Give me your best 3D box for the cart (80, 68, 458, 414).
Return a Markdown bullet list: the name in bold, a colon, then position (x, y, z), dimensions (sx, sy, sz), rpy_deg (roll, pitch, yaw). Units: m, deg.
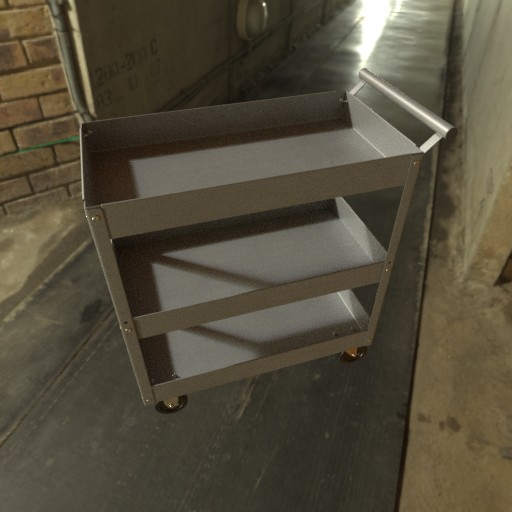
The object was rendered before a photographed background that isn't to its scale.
- **cart**: position (0.000, 0.000, 1.170), dimensions (0.719, 0.780, 0.366), rpy_deg (-12, 42, -13)
